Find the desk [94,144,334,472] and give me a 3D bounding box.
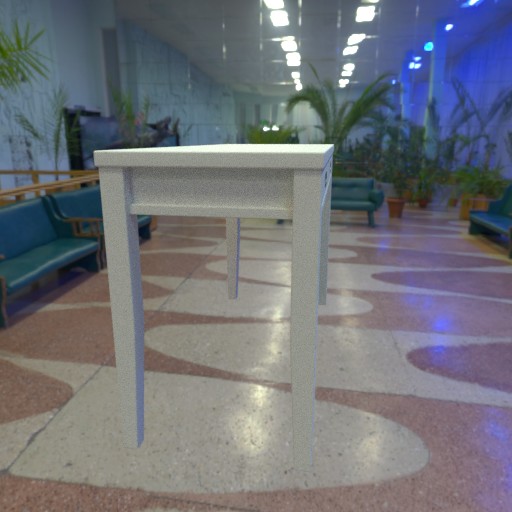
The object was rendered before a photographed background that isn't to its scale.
[{"bbox_3d":[0.000,0.000,1.614,0.508,0.775,1.220,3,15,10],"label":"desk"}]
